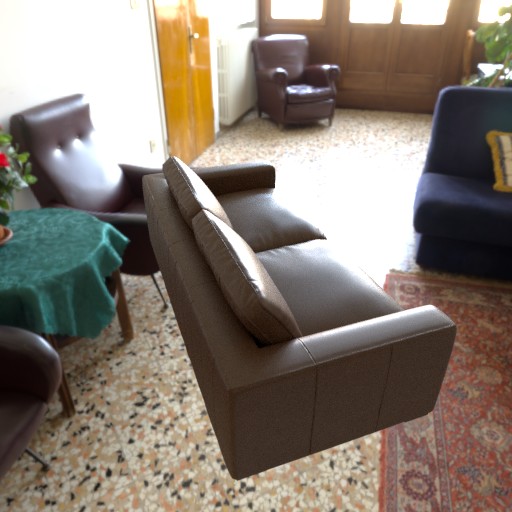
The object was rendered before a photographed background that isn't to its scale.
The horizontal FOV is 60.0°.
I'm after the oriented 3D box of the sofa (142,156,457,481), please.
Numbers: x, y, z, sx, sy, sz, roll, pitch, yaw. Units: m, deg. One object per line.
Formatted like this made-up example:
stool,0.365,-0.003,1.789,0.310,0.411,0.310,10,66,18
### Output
sofa,0.000,0.000,2.726,1.070,0.801,2.262,-11,33,-17
